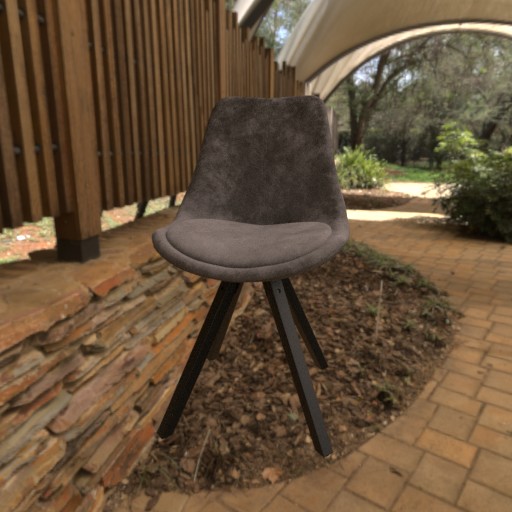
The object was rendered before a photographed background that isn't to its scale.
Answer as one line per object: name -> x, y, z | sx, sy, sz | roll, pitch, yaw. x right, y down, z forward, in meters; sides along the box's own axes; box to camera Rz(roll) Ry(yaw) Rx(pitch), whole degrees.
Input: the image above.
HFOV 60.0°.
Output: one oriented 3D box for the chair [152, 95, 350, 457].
chair -> 0.000, 0.000, 1.184 | 0.485, 0.850, 0.550 | 2, 15, 9
